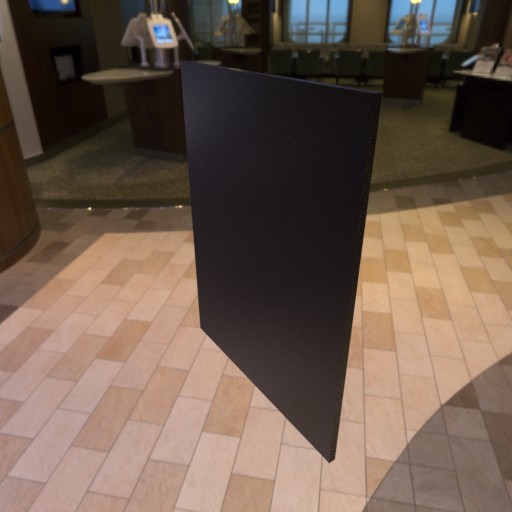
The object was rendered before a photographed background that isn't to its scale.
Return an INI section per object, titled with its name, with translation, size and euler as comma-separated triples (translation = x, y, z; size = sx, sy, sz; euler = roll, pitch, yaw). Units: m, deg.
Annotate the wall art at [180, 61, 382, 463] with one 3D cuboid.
[wall art]
translation = 0.000, 0.000, 0.758
size = 0.013, 0.582, 0.442
euler = -19, 34, -30
